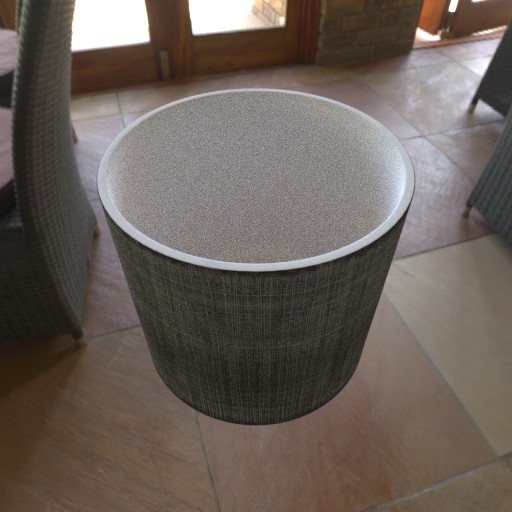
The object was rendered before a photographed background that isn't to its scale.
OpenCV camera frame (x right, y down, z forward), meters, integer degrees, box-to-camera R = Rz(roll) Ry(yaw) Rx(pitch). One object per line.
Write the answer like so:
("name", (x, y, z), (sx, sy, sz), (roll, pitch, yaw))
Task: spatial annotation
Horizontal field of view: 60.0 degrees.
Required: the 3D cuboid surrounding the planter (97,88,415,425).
("planter", (0.000, 0.000, 0.388), (0.221, 0.201, 0.221), (0, 46, 0))
